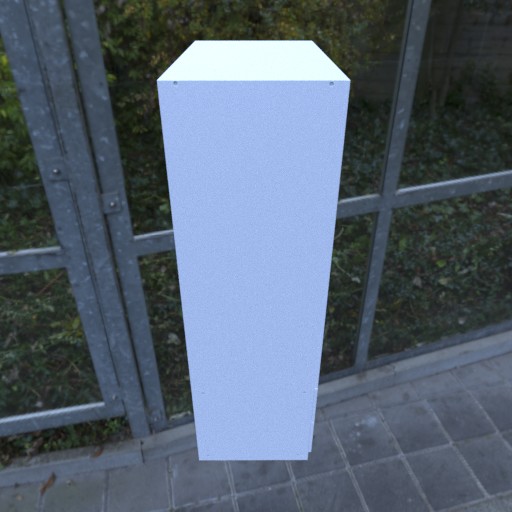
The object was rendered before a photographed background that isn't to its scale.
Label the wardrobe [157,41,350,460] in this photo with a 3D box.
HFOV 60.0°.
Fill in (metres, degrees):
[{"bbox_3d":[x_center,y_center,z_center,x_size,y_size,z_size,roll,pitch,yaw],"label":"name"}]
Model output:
[{"bbox_3d":[0.000,0.000,2.176,0.577,1.808,0.991,0,32,0],"label":"wardrobe"}]
